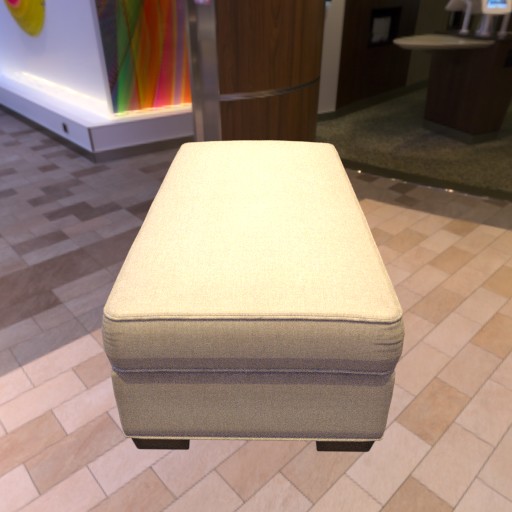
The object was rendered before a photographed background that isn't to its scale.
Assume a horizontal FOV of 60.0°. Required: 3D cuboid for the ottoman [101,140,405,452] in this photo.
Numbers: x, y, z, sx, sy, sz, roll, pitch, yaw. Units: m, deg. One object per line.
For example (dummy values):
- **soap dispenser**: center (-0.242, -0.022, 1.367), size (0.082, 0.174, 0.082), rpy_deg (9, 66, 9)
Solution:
- **ottoman**: center (0.000, 0.000, 1.404), size (0.617, 0.461, 1.097), rpy_deg (0, 32, 1)
